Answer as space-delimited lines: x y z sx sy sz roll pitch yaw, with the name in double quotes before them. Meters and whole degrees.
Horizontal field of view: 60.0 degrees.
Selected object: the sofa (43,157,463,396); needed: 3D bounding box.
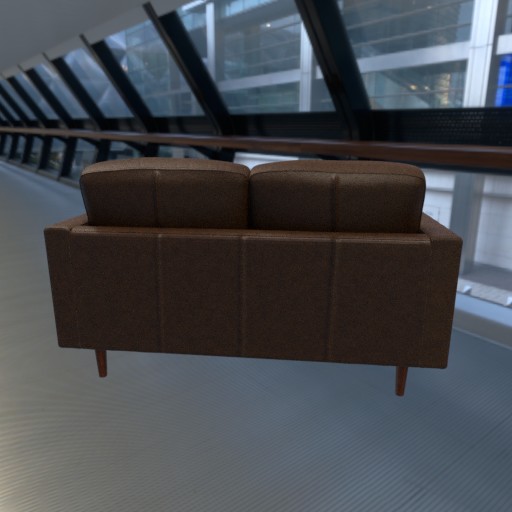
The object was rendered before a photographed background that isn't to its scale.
"sofa" 0.000 0.000 2.135 1.578 0.951 0.909 2 15 6
